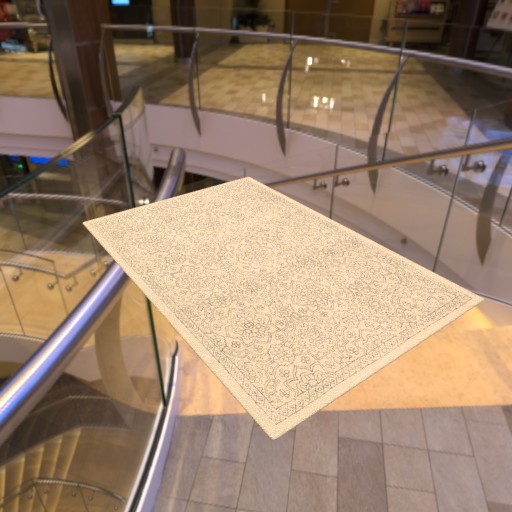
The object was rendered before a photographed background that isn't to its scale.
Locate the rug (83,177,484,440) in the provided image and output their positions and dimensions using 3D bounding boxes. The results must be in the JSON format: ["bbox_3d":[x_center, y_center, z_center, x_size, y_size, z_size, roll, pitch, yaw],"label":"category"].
[{"bbox_3d":[0.000,0.000,2.318,1.219,0.010,1.829,-21,38,-30],"label":"rug"}]
